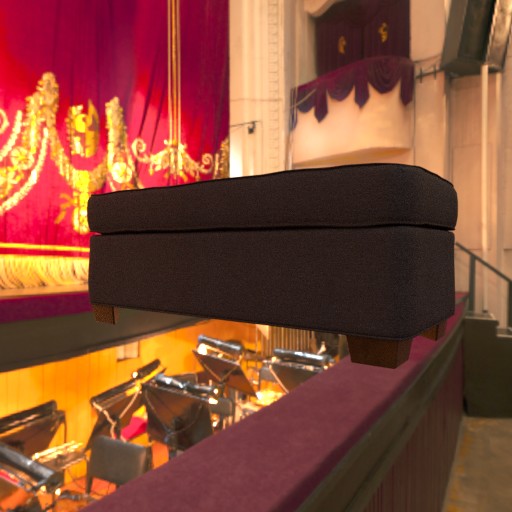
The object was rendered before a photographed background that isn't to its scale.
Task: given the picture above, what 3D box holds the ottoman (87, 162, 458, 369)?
[{"bbox_3d":[0.000,0.000,1.404,1.110,0.460,0.515,1,1,36],"label":"ottoman"}]
